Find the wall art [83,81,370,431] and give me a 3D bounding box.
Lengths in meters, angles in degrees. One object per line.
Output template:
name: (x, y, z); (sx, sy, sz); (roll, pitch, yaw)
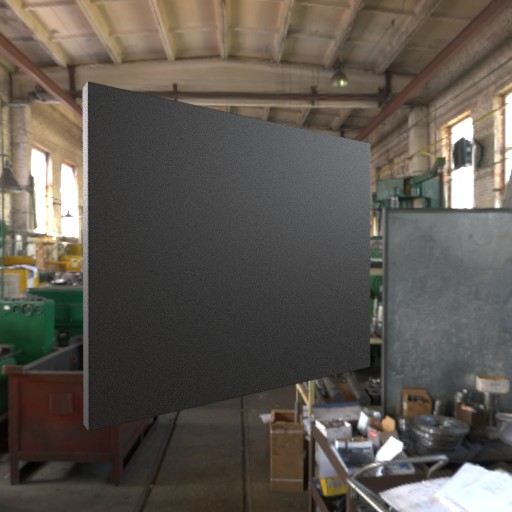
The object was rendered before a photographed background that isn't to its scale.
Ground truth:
wall art: (0.000, 0.000, 0.750); (0.558, 0.457, 0.031); (0, 1, -36)
